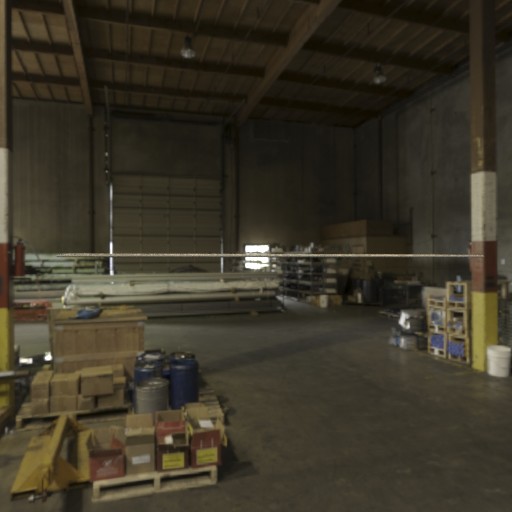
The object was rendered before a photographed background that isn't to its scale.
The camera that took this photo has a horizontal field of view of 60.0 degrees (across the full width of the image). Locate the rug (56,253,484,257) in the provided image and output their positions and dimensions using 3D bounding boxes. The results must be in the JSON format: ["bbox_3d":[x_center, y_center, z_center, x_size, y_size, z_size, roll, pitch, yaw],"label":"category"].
[{"bbox_3d":[0.000,0.000,4.016,3.063,0.024,2.158,0,0,-17],"label":"rug"}]
